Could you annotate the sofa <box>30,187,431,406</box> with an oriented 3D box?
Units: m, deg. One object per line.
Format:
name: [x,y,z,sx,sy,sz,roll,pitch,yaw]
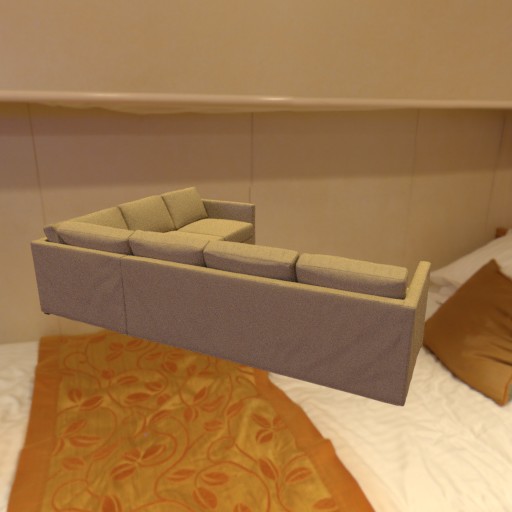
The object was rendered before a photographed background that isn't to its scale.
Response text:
sofa: [0.000,0.000,4.258,3.182,0.871,2.432,8,19,24]
